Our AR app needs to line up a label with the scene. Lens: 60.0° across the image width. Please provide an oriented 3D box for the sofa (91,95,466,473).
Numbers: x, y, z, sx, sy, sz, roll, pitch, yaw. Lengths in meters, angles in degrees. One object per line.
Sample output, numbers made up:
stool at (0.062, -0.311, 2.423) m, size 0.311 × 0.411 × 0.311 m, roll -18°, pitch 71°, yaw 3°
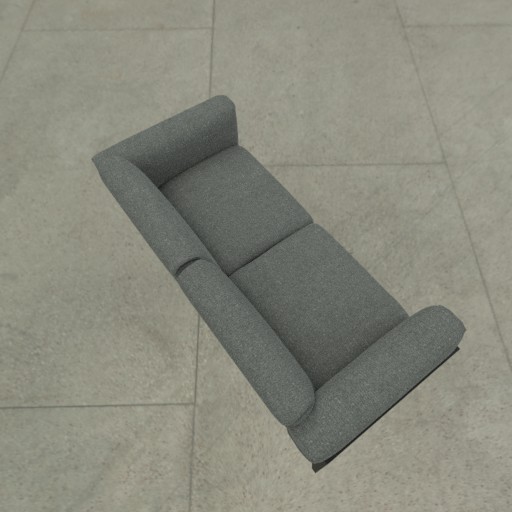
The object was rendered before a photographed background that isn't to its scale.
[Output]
sofa at (0.000, 0.000, 2.539) m, size 0.985 × 0.703 × 2.125 m, roll -33°, pitch 65°, yaw -18°
